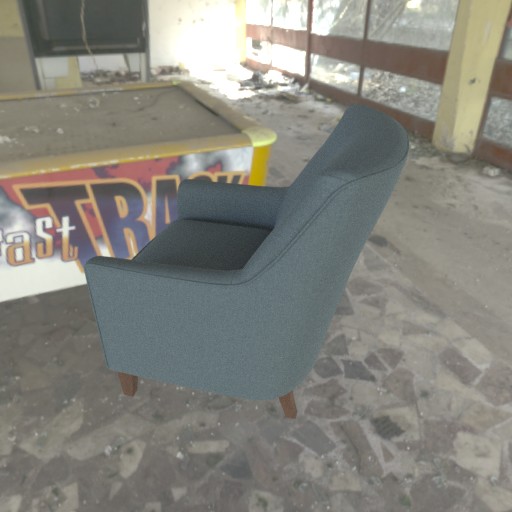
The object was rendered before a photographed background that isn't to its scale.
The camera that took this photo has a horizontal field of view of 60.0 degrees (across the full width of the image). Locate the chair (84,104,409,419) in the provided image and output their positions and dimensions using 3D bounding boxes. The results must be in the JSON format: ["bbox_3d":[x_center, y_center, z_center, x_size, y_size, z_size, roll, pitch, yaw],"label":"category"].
[{"bbox_3d":[0.000,0.000,1.544,0.879,0.916,0.756,8,31,13],"label":"chair"}]
